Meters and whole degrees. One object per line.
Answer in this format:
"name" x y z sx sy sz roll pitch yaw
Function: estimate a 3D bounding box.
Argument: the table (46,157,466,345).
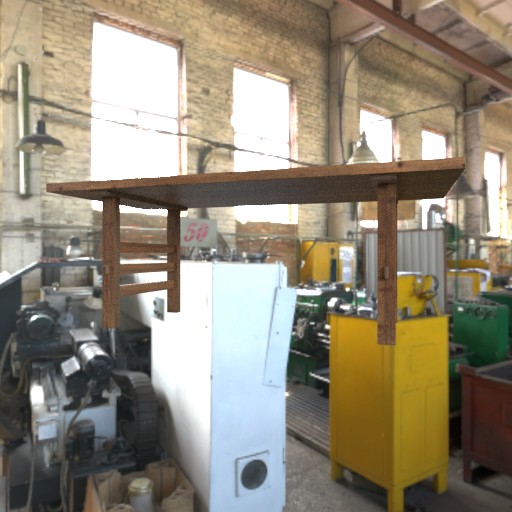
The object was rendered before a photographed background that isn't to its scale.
"table" 0.000 0.000 2.461 2.003 0.760 0.952 0 0 18
